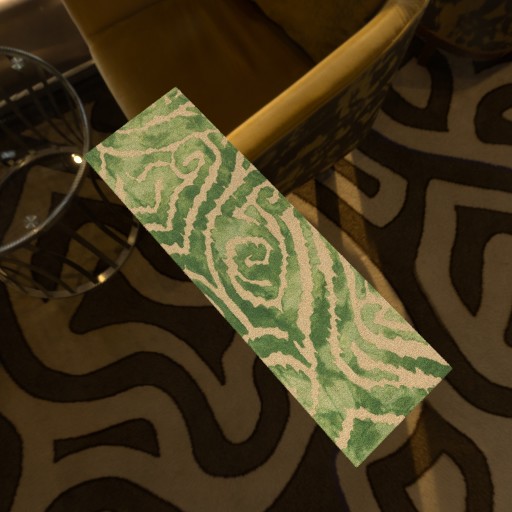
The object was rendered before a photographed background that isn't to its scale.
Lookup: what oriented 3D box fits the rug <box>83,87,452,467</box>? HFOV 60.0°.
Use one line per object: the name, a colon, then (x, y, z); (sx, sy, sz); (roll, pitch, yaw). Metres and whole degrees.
rug: (0.000, 0.000, 2.644); (0.761, 0.006, 2.438); (-41, 79, -10)
